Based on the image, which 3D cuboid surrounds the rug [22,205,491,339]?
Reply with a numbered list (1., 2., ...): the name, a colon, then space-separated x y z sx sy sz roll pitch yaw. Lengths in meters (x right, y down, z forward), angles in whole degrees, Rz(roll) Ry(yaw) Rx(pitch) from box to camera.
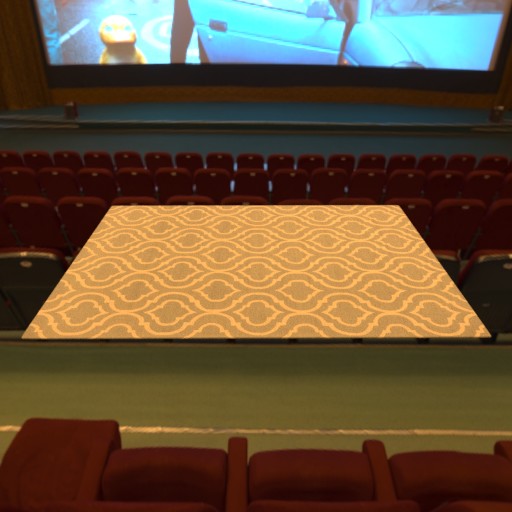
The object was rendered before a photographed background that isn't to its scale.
1. rug: 0.000 0.000 2.585 2.080 0.010 1.451 0 30 0
